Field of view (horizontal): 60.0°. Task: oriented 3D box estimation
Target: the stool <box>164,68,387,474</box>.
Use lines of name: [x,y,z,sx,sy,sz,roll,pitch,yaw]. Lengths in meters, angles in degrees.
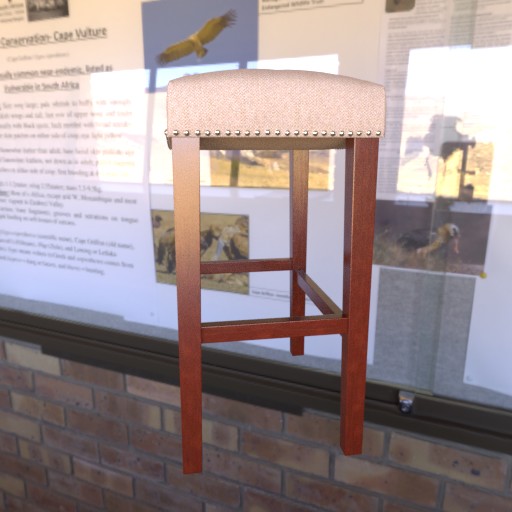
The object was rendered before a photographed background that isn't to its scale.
stool: [0.000,0.000,1.023,0.372,0.742,0.504,-2,14,-9]
